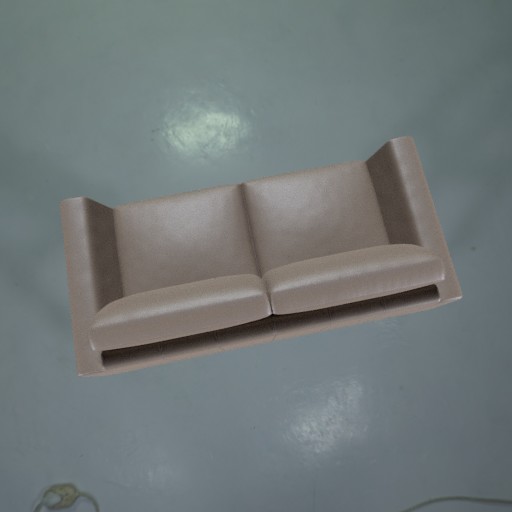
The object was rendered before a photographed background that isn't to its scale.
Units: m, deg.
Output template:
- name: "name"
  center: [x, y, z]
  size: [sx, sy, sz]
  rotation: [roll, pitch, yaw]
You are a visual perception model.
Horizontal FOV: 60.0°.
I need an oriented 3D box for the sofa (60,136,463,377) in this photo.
- name: "sofa"
  center: [0.000, 0.000, 2.509]
  size: [2.017, 0.875, 0.953]
  rotation: [-11, 76, -3]
